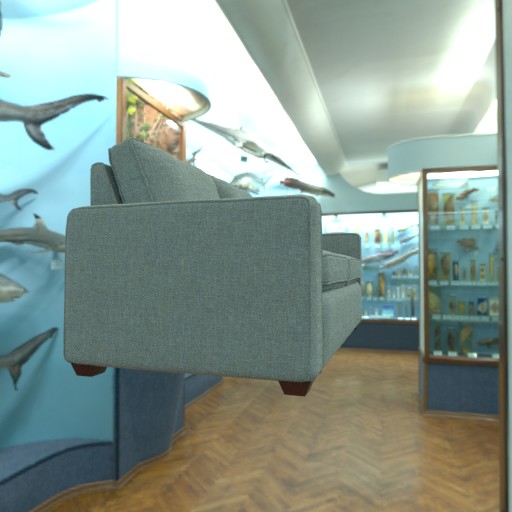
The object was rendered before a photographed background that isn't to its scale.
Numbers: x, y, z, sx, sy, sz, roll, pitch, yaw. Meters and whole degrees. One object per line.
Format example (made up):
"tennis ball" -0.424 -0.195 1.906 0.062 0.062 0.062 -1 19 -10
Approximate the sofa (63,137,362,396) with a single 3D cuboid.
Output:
"sofa" 0.000 0.000 2.266 0.945 0.915 1.706 -1 -2 18
